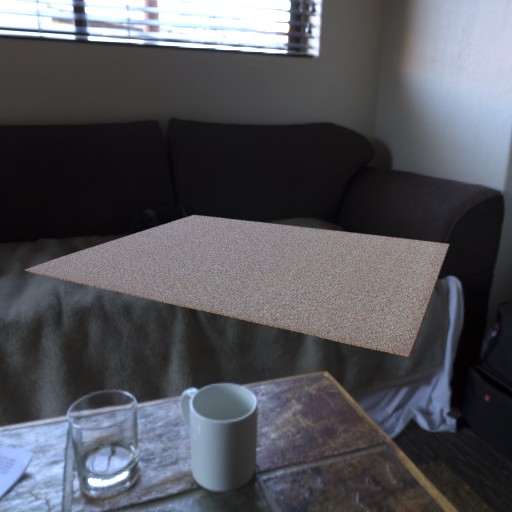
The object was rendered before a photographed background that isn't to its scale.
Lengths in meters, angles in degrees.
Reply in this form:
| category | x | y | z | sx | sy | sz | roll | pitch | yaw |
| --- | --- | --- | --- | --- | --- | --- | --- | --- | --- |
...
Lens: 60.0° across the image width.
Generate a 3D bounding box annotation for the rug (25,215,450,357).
| category | x | y | z | sx | sy | sz | roll | pitch | yaw |
| --- | --- | --- | --- | --- | --- | --- | --- | --- | --- |
| rug | 0.000 | 0.000 | 3.987 | 3.048 | 0.013 | 2.439 | 9 | 19 | 26 |
